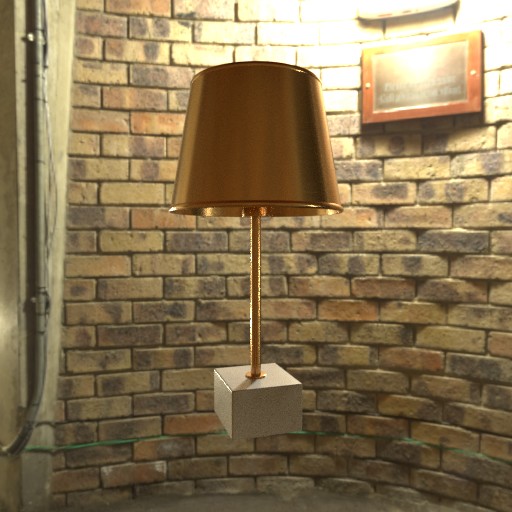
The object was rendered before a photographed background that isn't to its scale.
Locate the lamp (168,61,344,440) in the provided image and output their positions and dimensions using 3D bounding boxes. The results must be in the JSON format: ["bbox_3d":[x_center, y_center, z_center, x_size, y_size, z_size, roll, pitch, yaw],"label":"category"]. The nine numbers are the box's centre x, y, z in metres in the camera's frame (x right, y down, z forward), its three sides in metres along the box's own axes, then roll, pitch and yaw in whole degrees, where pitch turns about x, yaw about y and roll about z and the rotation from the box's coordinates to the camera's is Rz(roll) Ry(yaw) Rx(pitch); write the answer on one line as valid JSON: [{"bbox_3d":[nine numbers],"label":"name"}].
[{"bbox_3d":[0.000,0.000,0.539,0.208,0.406,0.208,0,2,0],"label":"lamp"}]
